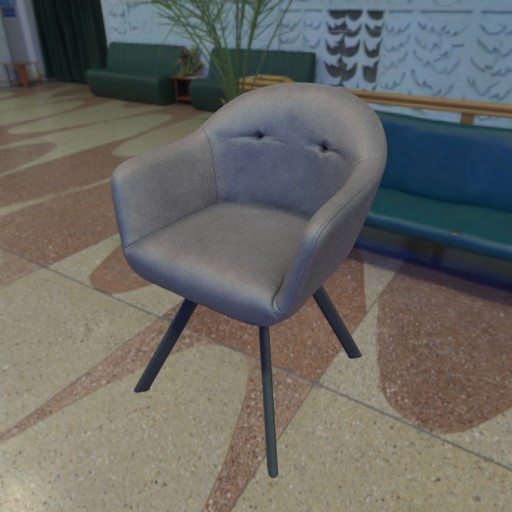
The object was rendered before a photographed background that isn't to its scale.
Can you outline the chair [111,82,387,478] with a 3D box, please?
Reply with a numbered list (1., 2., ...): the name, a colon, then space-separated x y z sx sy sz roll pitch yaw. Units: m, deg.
1. chair: 0.000 0.000 1.146 0.567 0.781 0.544 19 34 30
